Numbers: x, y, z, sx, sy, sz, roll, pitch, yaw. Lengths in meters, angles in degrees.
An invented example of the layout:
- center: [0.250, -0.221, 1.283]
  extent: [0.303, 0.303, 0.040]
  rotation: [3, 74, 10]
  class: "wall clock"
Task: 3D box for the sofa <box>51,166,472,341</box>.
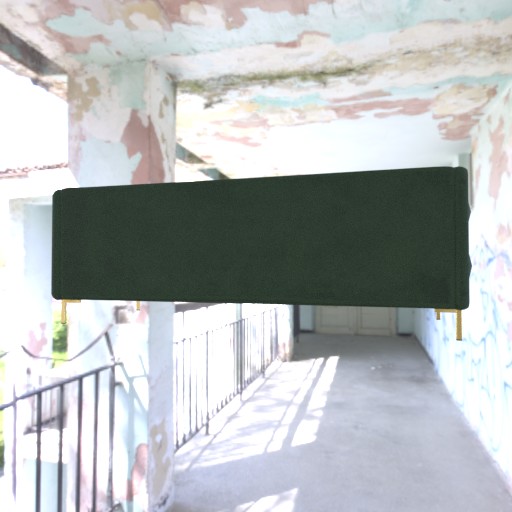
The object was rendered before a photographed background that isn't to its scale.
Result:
- center: [0.000, 0.000, 2.620]
  extent: [2.209, 0.771, 0.895]
  rotation: [0, -1, 16]
  class: "sofa"
